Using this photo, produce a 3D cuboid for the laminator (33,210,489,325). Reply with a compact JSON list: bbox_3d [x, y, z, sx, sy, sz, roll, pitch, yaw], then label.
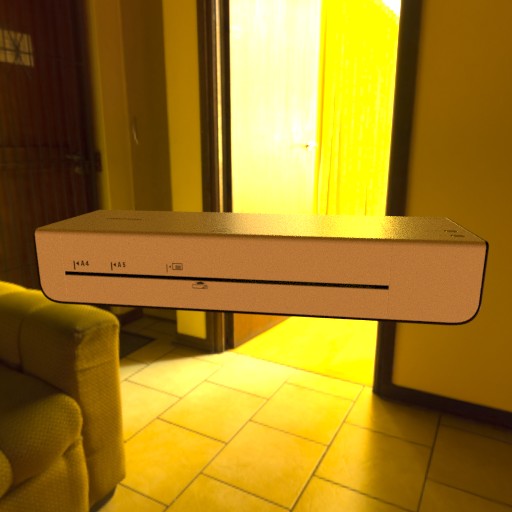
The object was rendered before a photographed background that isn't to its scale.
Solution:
[{"bbox_3d":[0.000,0.000,0.392,0.340,0.062,0.123,2,14,8],"label":"laminator"}]
